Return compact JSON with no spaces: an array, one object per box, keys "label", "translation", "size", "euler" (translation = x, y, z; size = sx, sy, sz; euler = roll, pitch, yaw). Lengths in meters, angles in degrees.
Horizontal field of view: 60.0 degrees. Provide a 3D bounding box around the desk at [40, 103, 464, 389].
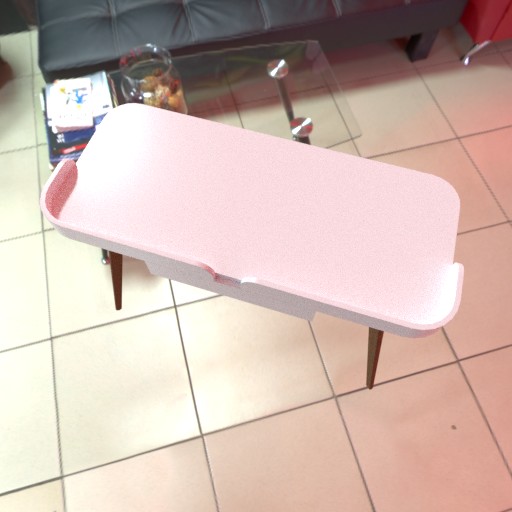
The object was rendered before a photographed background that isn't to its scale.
[{"label":"desk","translation":[0.000,0.000,1.651],"size":[1.206,0.807,0.534],"euler":[16,65,8]}]
